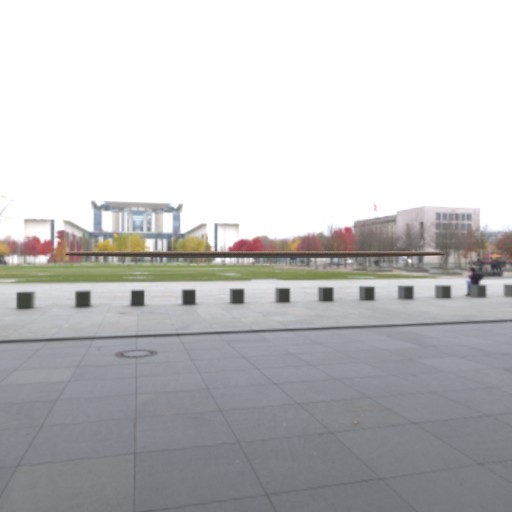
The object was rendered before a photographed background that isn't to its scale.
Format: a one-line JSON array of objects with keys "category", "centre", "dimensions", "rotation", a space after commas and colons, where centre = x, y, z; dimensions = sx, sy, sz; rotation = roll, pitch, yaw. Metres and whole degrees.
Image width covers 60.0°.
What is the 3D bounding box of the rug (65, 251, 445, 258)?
[{"category": "rug", "centre": [0.000, 0.000, 2.057], "dimensions": [1.061, 0.012, 1.668], "rotation": [0, 0, 0]}]
